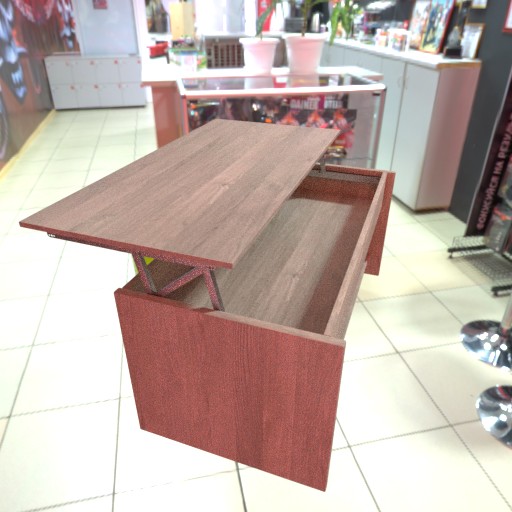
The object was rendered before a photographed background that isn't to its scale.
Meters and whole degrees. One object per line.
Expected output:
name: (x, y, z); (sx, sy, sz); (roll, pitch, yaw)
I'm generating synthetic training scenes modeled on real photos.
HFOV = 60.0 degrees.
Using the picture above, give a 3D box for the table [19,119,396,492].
table: (0.000, 0.000, 1.387); (0.712, 0.570, 1.000); (11, 32, 18)
